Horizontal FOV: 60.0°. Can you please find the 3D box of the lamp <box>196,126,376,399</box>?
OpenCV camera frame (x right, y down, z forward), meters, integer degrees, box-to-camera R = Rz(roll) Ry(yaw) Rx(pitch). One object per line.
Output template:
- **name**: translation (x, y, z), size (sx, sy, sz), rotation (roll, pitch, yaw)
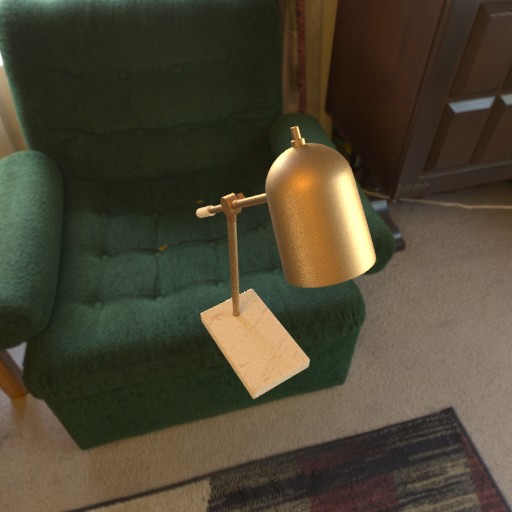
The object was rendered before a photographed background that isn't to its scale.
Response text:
- **lamp**: translation (0.000, 0.000, 0.801), size (0.144, 0.603, 0.471), rotation (-24, 51, -22)
